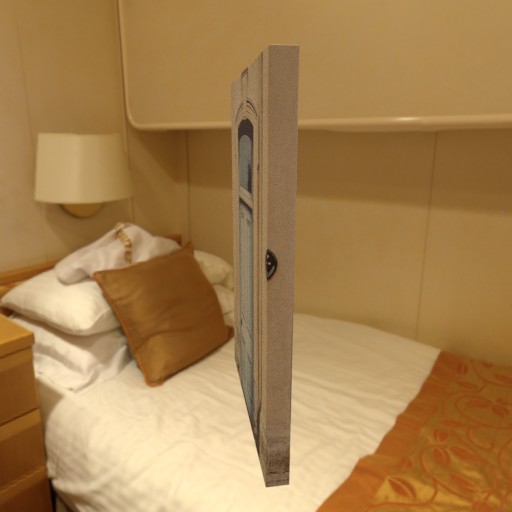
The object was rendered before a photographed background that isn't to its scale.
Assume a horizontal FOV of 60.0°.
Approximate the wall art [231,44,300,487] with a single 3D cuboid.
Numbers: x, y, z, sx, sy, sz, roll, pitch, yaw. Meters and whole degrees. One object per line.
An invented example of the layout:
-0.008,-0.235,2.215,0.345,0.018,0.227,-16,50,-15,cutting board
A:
0.000,0.000,0.777,0.036,0.607,0.403,-2,15,-9,wall art
